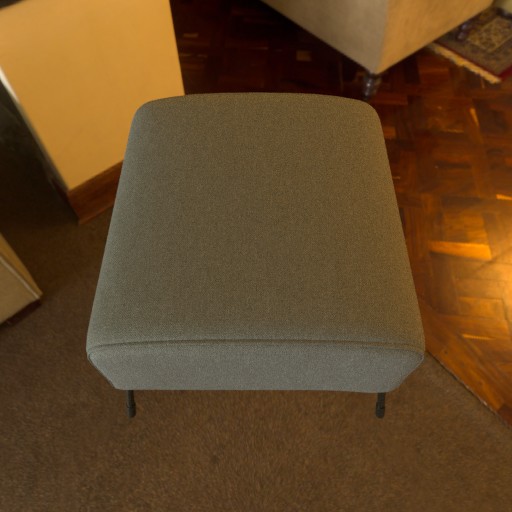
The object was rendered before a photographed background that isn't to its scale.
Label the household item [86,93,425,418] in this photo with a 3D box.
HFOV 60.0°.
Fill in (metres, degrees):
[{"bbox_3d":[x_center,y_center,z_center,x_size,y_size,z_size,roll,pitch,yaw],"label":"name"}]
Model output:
[{"bbox_3d":[0.000,0.000,0.870,0.530,0.410,0.530,0,59,0],"label":"household item"}]
